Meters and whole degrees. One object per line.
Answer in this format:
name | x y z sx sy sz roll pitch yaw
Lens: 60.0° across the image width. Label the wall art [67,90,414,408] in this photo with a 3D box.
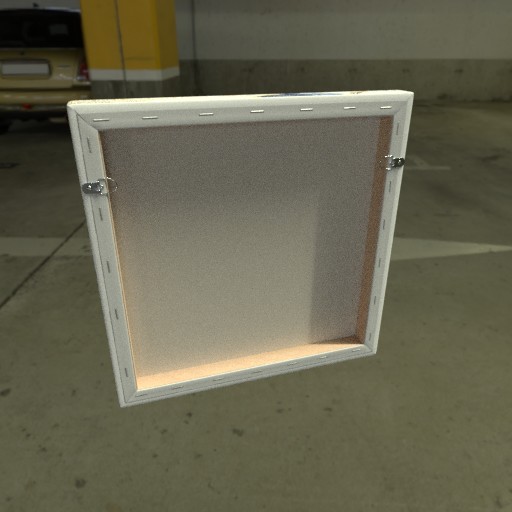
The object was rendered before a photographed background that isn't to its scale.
wall art | 0.000 0.000 0.744 0.507 0.508 0.038 -8 27 -15
